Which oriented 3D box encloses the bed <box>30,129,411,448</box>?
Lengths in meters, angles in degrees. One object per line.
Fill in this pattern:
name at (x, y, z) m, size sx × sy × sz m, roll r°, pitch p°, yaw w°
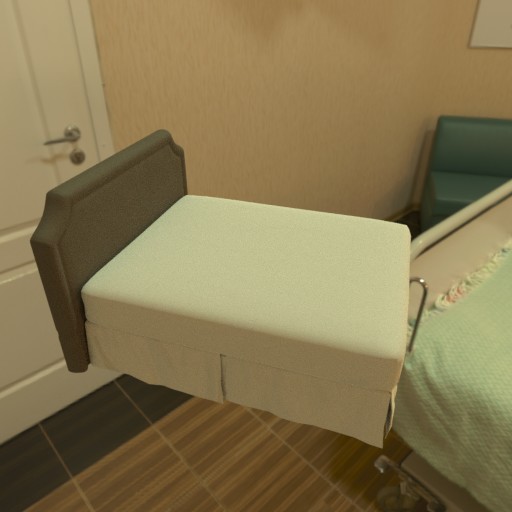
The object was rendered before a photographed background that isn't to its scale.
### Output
bed at (0.000, 0.000, 3.208) m, size 2.181 × 1.297 × 1.831 m, roll 10°, pitch 33°, yaw 15°
